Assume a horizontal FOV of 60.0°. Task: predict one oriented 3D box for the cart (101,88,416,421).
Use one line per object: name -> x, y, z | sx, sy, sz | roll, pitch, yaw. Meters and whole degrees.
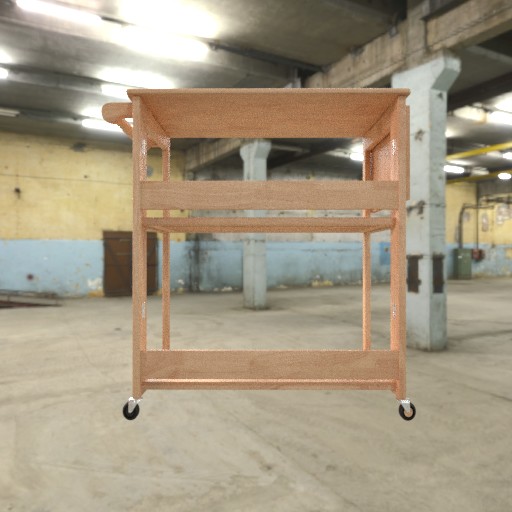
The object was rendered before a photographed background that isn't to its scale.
cart -> 0.000, 0.000, 1.375 | 0.853, 0.879, 0.432 | 0, 0, 0
